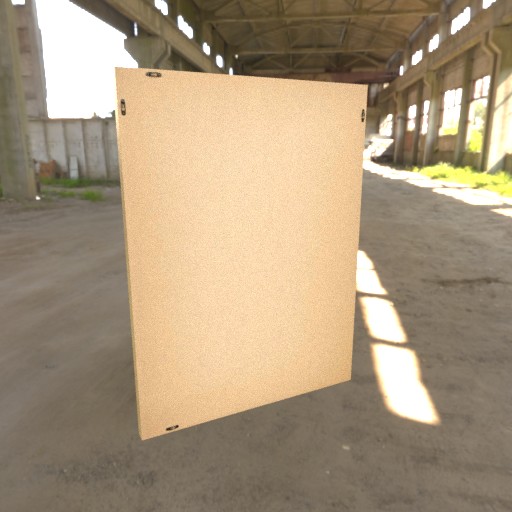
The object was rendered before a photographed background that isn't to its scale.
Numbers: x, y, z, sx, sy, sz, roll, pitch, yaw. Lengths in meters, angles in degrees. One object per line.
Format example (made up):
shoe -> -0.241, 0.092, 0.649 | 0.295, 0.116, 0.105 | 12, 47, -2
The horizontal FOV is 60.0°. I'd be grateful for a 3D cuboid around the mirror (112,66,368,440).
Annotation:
mirror -> 0.000, 0.000, 1.348 | 0.762, 1.016, 0.041 | -7, 16, -26
